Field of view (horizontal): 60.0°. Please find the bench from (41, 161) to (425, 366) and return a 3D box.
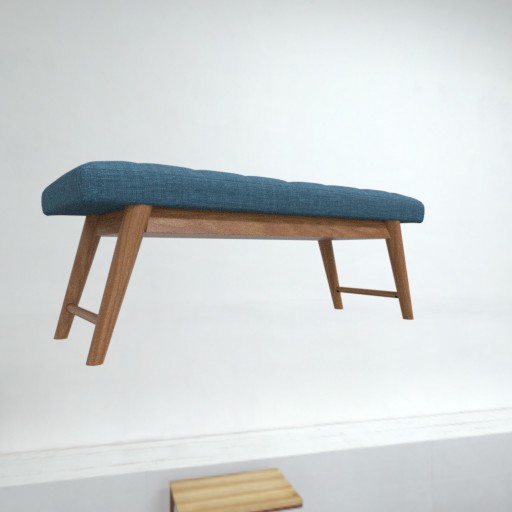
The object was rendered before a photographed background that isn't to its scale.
[{"bbox_3d":[0.000,0.000,1.338,1.118,0.432,0.406,0,1,-35],"label":"bench"}]
